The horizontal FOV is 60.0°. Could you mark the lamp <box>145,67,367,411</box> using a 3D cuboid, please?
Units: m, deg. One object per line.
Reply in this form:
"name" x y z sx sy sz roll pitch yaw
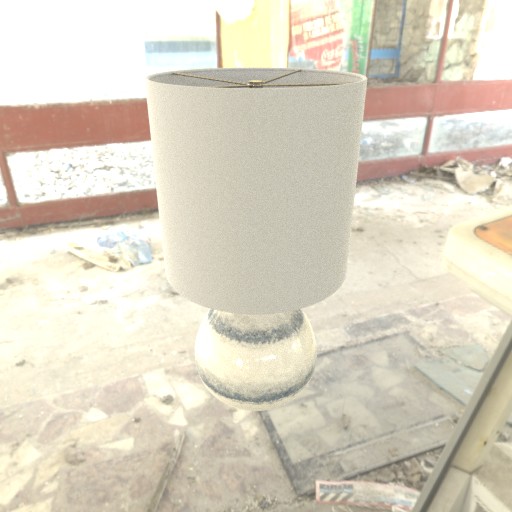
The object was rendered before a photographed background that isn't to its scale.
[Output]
"lamp" 0.000 0.000 0.533 0.216 0.404 0.216 0 27 0
